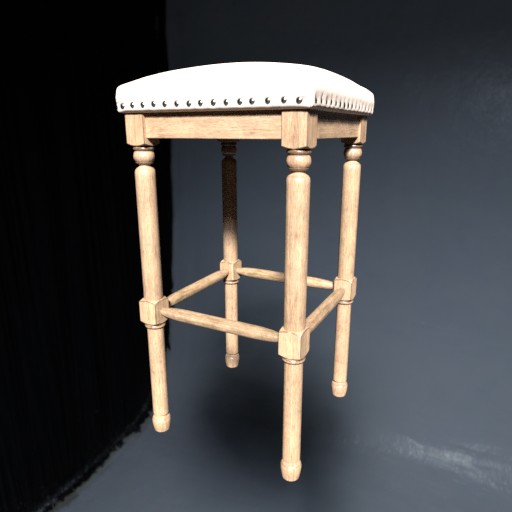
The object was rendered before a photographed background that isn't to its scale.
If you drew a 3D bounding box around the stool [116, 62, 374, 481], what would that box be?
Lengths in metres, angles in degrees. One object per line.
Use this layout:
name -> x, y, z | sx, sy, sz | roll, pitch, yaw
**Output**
stool -> 0.000, 0.000, 0.963 | 0.383, 0.768, 0.382 | 8, 18, 26
